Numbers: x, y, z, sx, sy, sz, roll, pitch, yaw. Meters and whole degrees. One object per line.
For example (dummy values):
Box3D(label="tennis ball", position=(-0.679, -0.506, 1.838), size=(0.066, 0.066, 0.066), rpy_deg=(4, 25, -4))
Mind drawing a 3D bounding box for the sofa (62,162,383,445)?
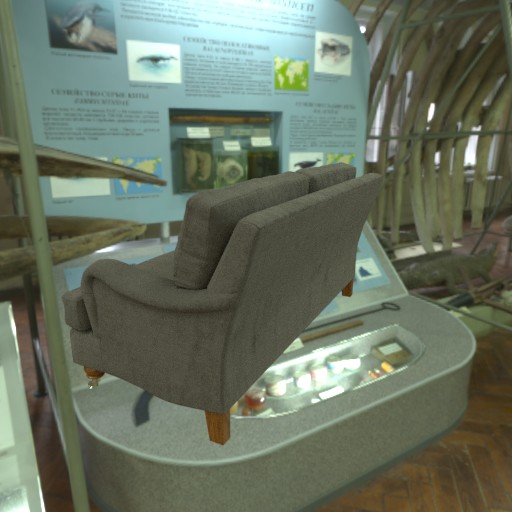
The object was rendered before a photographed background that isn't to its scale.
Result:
Box3D(label="sofa", position=(0.000, 0.000, 2.796), size=(1.086, 1.087, 2.165), rpy_deg=(8, 18, 26))
